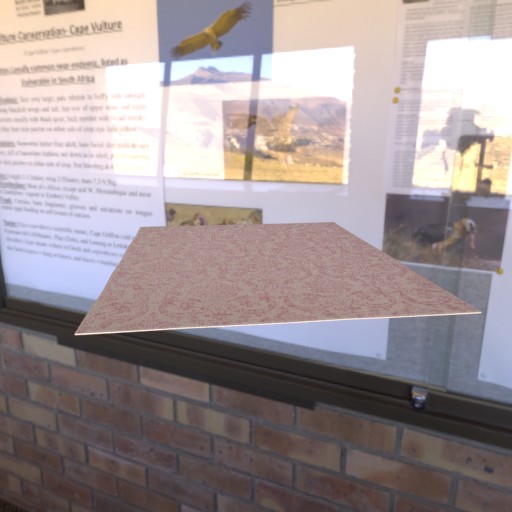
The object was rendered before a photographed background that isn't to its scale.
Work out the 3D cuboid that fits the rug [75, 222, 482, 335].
[{"bbox_3d":[0.000,0.000,3.957,2.363,0.012,2.980,-2,15,-7],"label":"rug"}]
